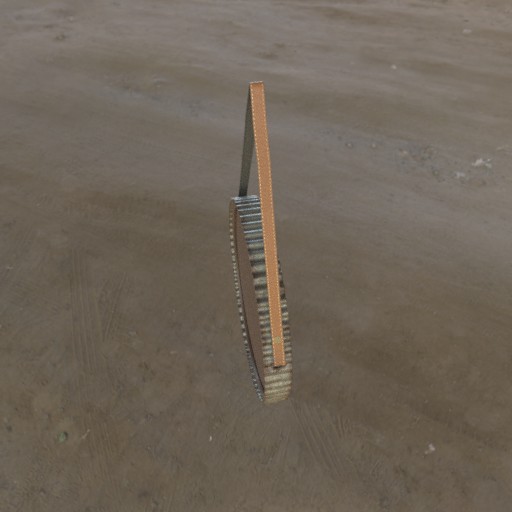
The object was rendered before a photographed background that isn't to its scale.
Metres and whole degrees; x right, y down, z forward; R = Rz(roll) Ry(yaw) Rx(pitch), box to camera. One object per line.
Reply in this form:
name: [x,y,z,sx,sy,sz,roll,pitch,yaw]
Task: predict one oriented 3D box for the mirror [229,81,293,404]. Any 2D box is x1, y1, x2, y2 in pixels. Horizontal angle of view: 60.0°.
mirror: [0.000,0.000,0.704,0.042,0.568,0.355,-8,47,-8]
